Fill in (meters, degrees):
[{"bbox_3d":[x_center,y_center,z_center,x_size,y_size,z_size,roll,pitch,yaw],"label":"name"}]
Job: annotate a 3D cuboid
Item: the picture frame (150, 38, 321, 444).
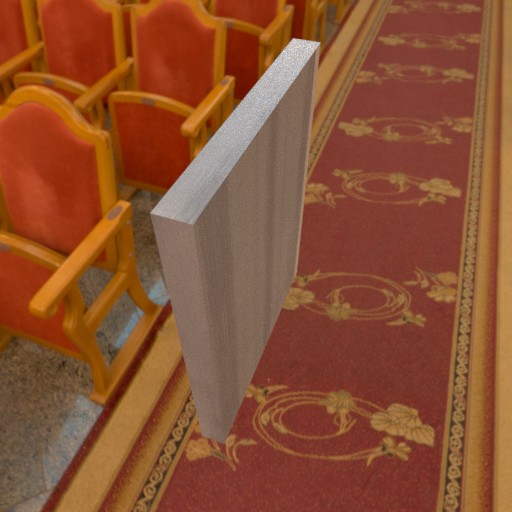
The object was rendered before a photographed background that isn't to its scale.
[{"bbox_3d":[0.000,0.000,0.765,0.046,0.555,0.449,16,49,14],"label":"picture frame"}]
